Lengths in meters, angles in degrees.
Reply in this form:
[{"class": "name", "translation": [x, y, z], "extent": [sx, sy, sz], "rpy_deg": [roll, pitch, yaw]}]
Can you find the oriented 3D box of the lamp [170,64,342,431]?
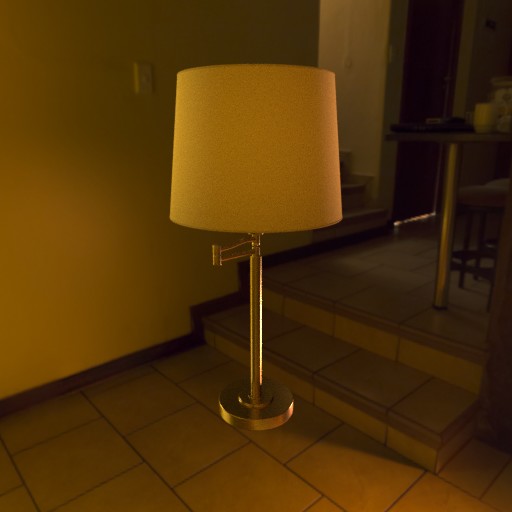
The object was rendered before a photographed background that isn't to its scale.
[{"class": "lamp", "translation": [0.000, 0.000, 0.891], "extent": [0.333, 0.696, 0.333], "rpy_deg": [0, 15, 0]}]
